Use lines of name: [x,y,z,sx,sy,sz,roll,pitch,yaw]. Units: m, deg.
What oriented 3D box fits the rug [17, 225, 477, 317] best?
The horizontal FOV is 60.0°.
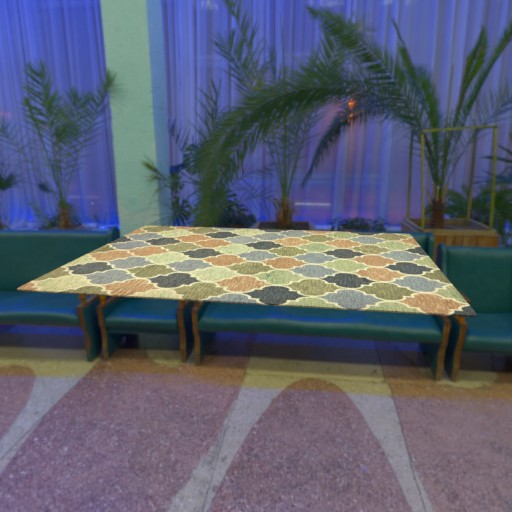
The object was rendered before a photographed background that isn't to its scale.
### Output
rug: [0.000,0.000,4.176,3.200,0.013,2.439,2,15,9]
